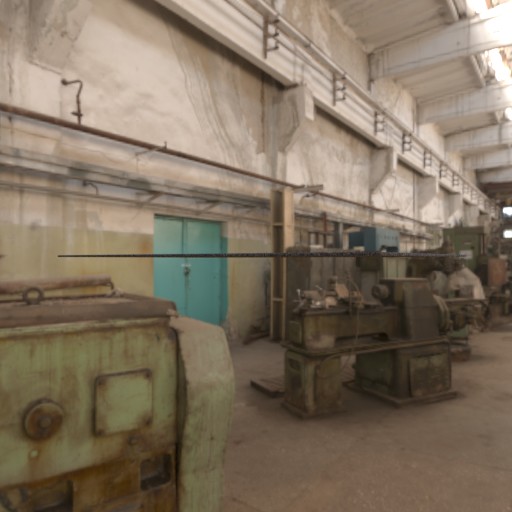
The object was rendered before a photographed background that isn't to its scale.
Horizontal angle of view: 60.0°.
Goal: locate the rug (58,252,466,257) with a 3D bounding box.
[{"bbox_3d":[0.000,0.000,2.254,1.754,0.010,1.139,0,-1,37],"label":"rug"}]
